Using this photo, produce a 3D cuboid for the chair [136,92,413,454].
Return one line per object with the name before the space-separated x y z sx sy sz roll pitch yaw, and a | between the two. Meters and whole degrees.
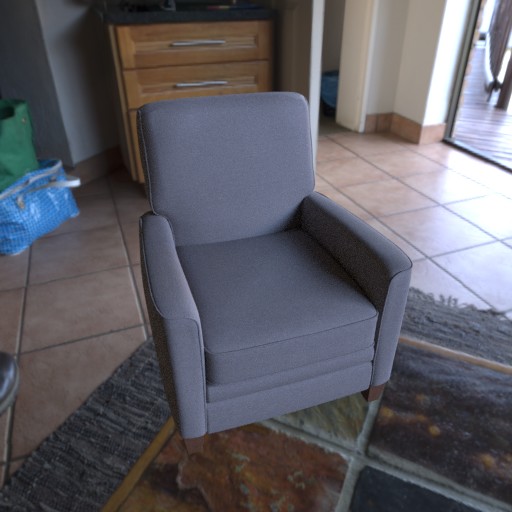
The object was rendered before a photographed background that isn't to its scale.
chair | 0.000 0.000 1.665 0.845 1.023 0.859 -10 33 -16
